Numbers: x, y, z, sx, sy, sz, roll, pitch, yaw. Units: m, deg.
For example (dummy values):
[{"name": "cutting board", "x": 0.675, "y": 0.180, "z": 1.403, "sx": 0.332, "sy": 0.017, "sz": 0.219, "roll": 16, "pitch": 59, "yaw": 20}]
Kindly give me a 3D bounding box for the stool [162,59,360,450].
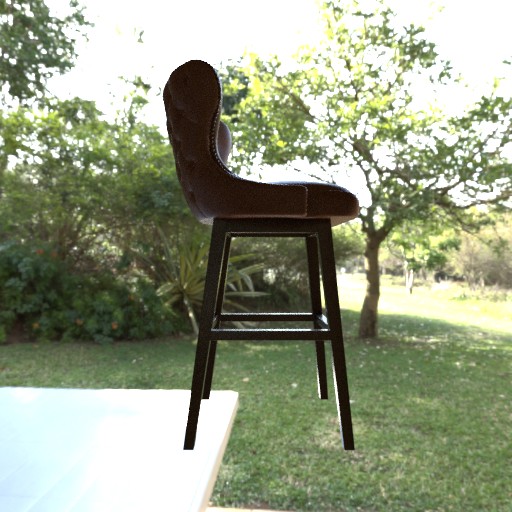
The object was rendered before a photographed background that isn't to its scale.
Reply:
[{"name": "stool", "x": 0.000, "y": 0.000, "z": 1.475, "sx": 0.606, "sy": 1.087, "sz": 0.591, "roll": 0, "pitch": 0, "yaw": 0}]
